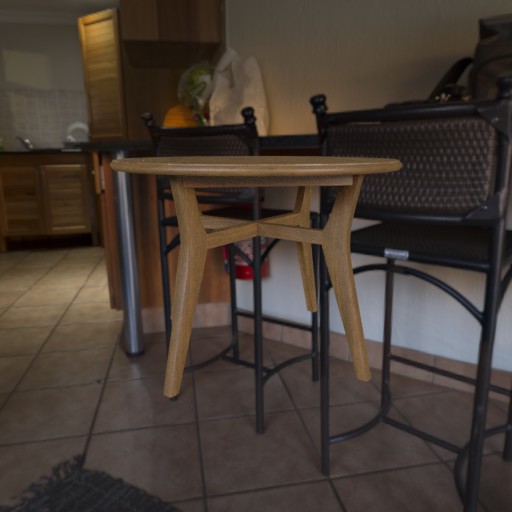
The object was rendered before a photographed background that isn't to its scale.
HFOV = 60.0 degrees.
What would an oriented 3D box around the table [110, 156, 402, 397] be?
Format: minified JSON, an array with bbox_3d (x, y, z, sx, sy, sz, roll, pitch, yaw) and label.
[{"bbox_3d":[0.000,0.000,1.769,1.055,0.757,1.055,0,14,0],"label":"table"}]
